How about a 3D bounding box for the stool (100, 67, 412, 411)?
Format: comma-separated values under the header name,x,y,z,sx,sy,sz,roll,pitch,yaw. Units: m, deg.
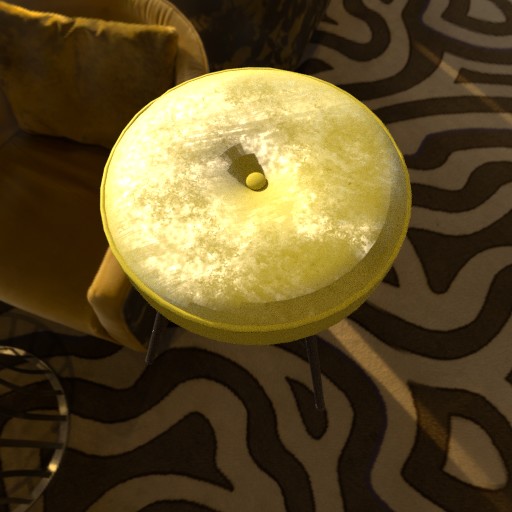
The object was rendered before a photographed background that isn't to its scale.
name,x,y,z,sx,sy,sz,roll,pitch,yaw
stool,0.000,0.000,0.799,0.409,0.508,0.409,14,66,6
